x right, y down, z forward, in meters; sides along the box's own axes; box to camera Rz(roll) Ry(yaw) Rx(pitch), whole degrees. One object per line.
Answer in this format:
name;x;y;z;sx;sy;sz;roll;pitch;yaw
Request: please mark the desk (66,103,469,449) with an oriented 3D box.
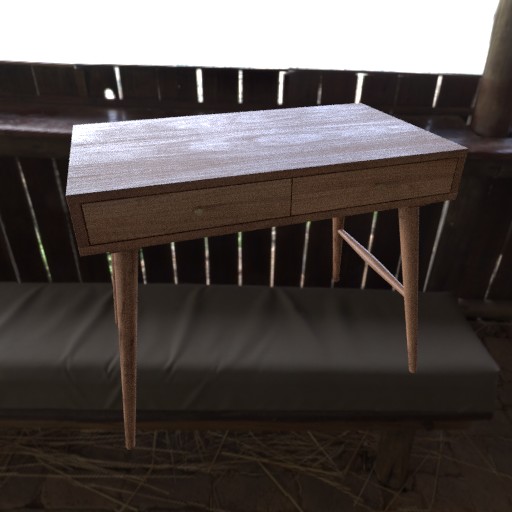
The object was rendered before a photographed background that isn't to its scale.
desk;0.000;0.000;1.398;0.949;0.758;0.588;-10;32;-15
